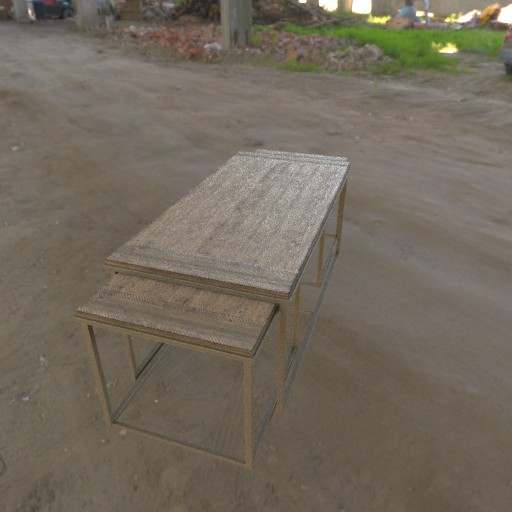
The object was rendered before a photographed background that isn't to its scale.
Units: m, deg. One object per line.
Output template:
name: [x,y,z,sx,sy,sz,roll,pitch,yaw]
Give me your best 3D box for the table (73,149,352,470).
table: [0.000,0.000,1.559,0.489,0.427,1.312,10,31,16]
